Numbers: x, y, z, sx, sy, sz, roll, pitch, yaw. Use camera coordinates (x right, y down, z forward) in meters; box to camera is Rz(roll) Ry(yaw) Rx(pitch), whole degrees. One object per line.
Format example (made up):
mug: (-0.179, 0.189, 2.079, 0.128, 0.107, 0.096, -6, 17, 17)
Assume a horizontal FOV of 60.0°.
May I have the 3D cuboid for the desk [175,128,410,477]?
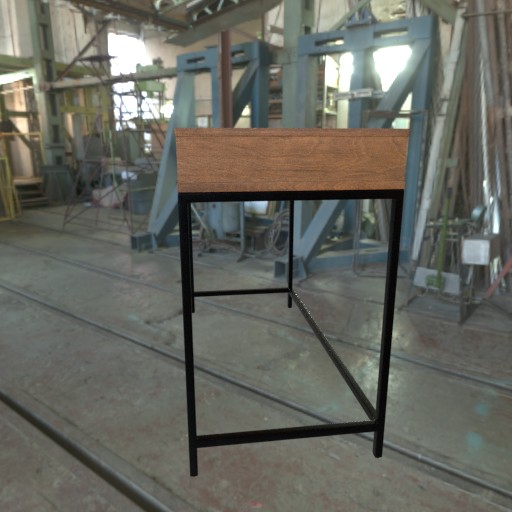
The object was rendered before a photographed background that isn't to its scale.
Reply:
desk: (0.000, 0.000, 1.424, 0.470, 0.762, 1.016, -2, 15, -8)
